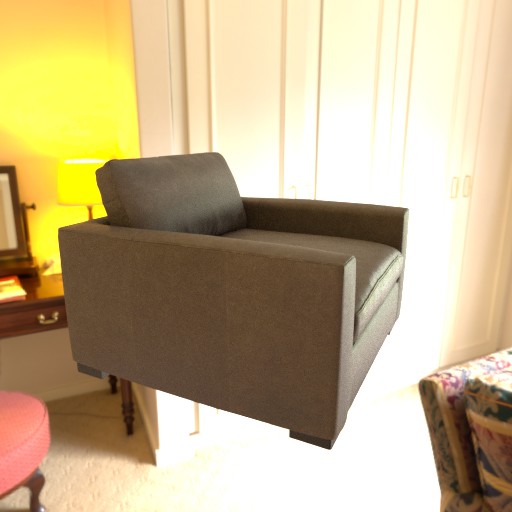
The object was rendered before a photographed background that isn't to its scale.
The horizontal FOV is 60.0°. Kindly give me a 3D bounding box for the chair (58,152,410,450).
[{"bbox_3d":[0.000,0.000,1.824,1.080,0.807,1.106,7,17,26],"label":"chair"}]
